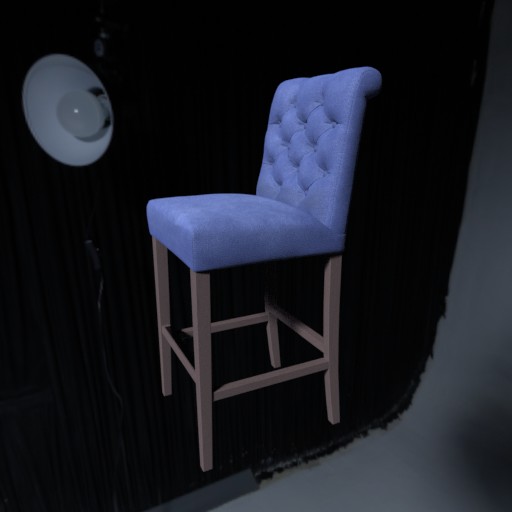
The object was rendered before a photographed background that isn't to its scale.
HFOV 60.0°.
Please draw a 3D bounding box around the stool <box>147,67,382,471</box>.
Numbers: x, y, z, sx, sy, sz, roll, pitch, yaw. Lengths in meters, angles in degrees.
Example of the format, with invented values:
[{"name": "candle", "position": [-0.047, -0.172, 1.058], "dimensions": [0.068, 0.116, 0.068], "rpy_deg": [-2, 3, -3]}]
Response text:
[{"name": "stool", "position": [0.000, 0.000, 1.463], "dimensions": [0.601, 1.140, 0.493], "rpy_deg": [-8, 18, -25]}]
